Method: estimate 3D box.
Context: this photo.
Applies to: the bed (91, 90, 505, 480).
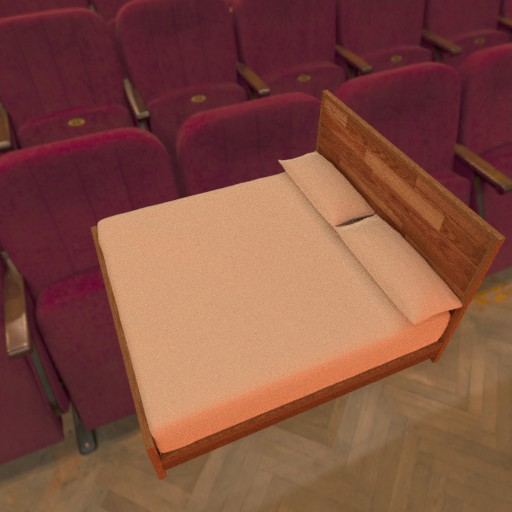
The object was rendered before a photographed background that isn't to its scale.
[{"bbox_3d":[0.000,0.000,3.291,2.184,1.295,2.013,-17,48,-16],"label":"bed"}]
